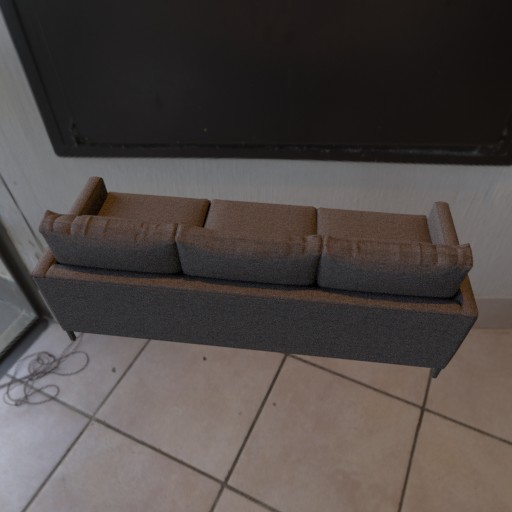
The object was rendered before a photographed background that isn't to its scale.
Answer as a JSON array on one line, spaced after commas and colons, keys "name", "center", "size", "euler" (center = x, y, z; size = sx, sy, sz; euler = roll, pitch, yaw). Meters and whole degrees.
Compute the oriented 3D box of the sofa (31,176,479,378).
[{"name": "sofa", "center": [0.000, 0.000, 2.593], "size": [2.253, 0.882, 0.876], "euler": [5, 47, 5]}]
